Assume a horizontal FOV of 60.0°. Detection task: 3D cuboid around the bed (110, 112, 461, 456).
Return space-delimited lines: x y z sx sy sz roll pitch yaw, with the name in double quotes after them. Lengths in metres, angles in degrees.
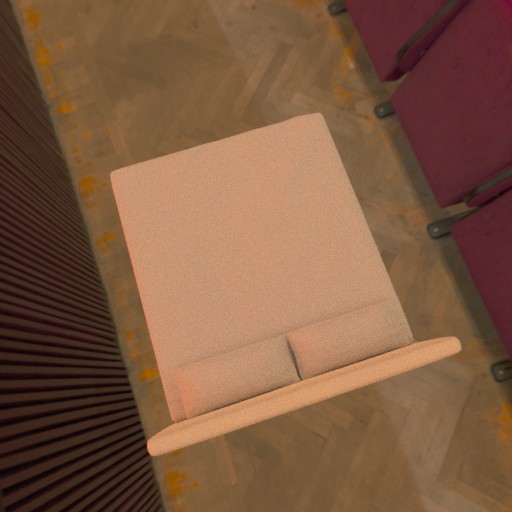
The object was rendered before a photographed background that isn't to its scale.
0.000 0.000 3.604 2.119 1.317 2.341 -17 75 -5 "bed"
